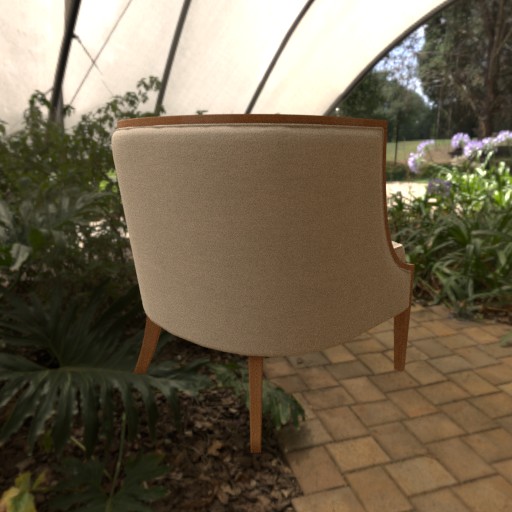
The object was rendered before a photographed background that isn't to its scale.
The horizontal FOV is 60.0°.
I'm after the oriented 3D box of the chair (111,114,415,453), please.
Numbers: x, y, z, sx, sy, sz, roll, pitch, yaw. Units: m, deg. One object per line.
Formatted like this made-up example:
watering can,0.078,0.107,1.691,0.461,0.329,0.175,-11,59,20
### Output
chair,0.000,0.000,1.353,0.711,0.775,0.757,13,19,43
